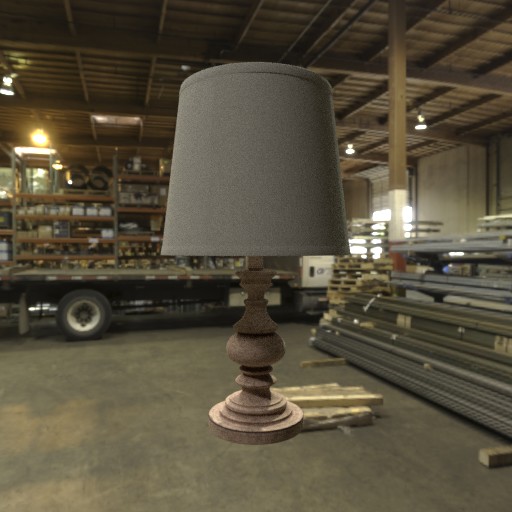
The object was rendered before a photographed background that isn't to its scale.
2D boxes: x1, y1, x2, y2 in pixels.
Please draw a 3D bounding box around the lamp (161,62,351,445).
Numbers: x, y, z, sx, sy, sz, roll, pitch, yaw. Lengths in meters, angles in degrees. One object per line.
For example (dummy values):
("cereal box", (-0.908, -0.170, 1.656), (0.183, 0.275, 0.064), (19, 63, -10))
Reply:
("lamp", (0.000, 0.000, 0.649), (0.273, 0.497, 0.273), (0, 1, 0))
